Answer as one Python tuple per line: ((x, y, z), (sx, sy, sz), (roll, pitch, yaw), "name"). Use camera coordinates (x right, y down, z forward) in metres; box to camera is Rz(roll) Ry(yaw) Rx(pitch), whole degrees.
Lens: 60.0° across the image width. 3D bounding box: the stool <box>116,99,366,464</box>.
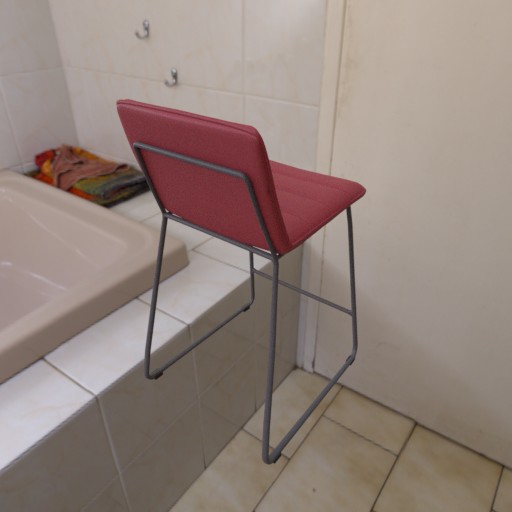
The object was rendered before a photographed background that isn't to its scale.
((0.000, 0.000, 1.212), (0.489, 0.866, 0.524), (22, 38, 32), "stool")
